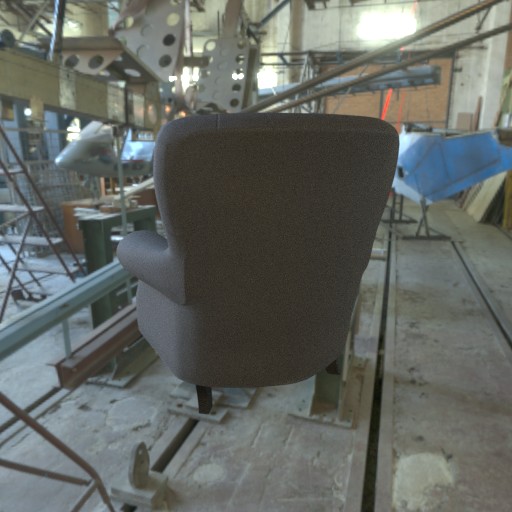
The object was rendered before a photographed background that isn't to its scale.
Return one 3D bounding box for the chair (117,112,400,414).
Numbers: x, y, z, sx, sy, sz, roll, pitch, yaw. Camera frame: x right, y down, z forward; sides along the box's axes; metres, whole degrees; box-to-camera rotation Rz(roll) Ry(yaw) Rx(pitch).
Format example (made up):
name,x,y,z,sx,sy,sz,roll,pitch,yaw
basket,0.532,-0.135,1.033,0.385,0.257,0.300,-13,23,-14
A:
name,x,y,z,sx,sy,sz,roll,pitch,yaw
chair,0.000,0.000,1.792,0.983,1.046,0.983,-7,16,-27
